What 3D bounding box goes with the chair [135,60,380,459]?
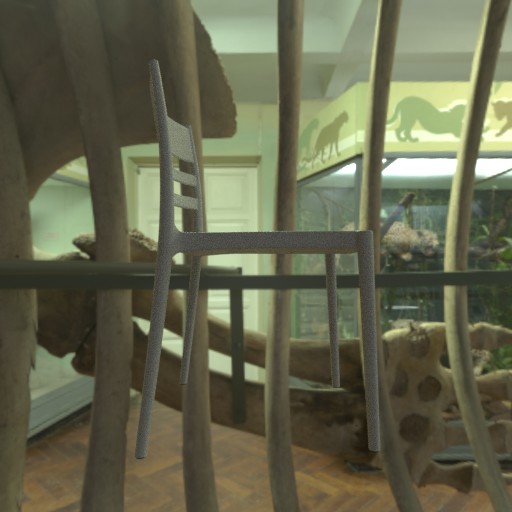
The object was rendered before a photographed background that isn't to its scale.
[{"bbox_3d":[0.000,0.000,1.135,0.511,0.800,0.531,0,0,0],"label":"chair"}]
